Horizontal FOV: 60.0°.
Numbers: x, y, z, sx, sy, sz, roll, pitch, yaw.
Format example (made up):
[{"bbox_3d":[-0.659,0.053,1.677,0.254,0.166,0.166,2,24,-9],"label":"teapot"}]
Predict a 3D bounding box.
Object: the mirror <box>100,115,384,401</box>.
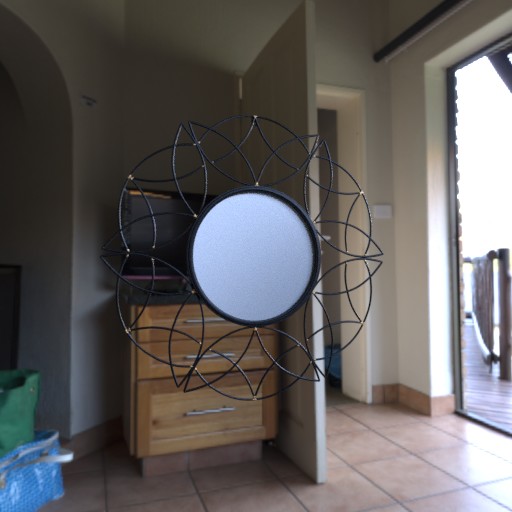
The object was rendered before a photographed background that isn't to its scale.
[{"bbox_3d":[0.000,0.000,1.200,0.797,0.775,0.028,1,-3,-18],"label":"mirror"}]
